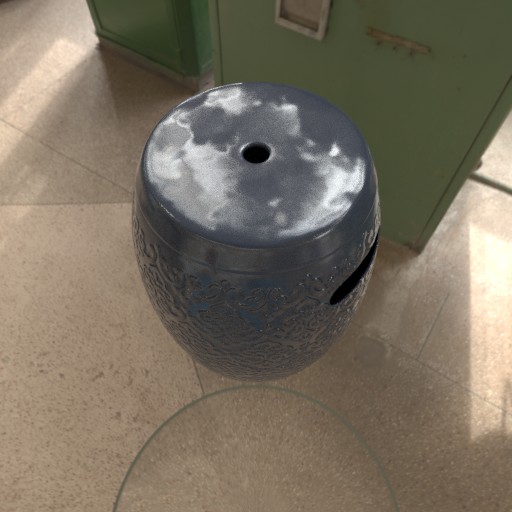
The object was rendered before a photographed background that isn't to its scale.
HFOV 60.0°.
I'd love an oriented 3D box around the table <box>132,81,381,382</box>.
[{"bbox_3d":[0.000,0.000,0.615,0.309,0.397,0.309,0,58,0],"label":"table"}]
